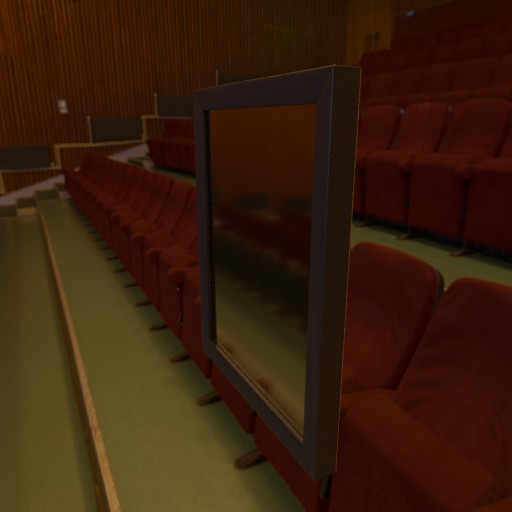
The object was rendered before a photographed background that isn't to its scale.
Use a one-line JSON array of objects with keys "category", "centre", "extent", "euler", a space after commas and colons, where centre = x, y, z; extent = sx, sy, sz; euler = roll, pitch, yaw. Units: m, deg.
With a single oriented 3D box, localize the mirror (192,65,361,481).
[{"category": "mirror", "centre": [0.000, 0.000, 0.692], "extent": [0.041, 0.508, 0.405], "euler": [-9, 19, -27]}]
